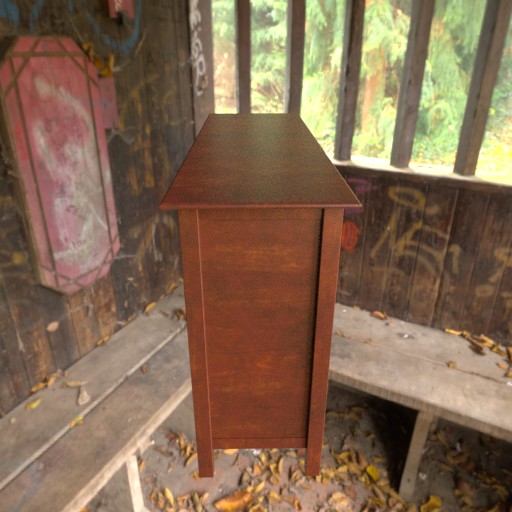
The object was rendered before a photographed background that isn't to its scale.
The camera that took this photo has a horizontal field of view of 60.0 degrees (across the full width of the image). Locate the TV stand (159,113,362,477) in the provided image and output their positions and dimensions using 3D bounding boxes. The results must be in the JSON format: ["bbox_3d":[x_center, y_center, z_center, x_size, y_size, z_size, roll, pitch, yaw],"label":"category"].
[{"bbox_3d":[0.000,0.000,1.782,0.445,0.915,1.372,0,26,-1],"label":"TV stand"}]
